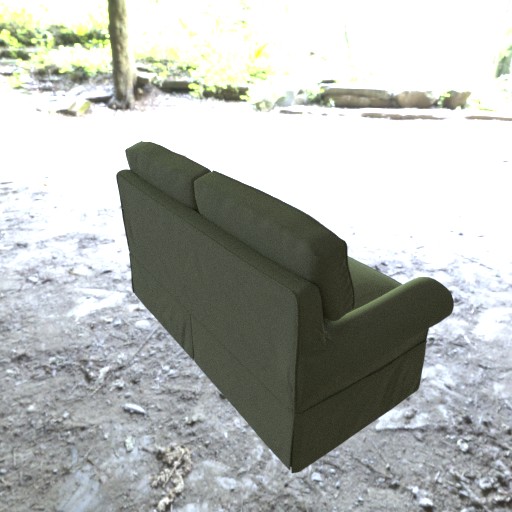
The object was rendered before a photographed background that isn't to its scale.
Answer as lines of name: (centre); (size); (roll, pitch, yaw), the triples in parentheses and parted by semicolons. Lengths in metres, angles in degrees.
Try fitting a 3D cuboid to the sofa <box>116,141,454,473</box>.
sofa: (0.000, 0.000, 2.344); (0.841, 1.024, 1.823); (-18, 33, -31)
